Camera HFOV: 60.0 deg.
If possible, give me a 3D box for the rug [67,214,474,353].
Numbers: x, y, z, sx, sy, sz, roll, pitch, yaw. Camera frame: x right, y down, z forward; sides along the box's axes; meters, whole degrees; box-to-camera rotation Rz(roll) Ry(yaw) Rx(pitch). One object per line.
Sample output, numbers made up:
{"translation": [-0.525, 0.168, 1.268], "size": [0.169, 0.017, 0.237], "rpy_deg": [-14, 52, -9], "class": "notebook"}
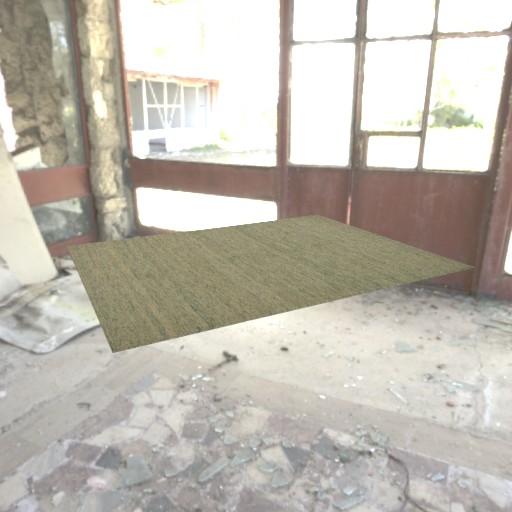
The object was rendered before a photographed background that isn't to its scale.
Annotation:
{"translation": [0.000, 0.000, 4.341], "size": [3.201, 0.014, 2.437], "rpy_deg": [-9, 20, -26], "class": "rug"}
